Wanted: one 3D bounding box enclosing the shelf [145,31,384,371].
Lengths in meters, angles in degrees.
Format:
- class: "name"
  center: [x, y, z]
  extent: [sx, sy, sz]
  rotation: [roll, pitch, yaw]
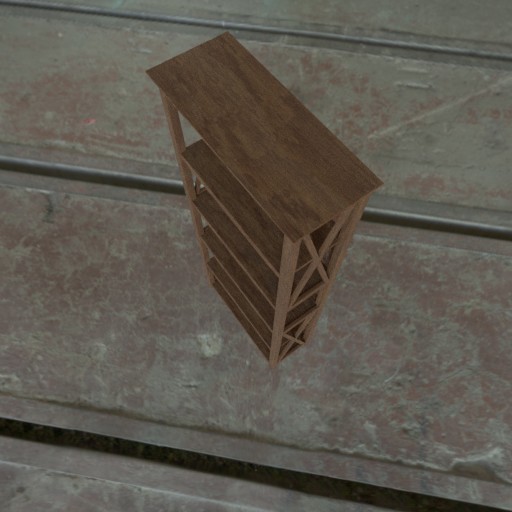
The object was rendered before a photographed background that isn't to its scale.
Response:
- class: "shelf"
  center: [0.000, 0.000, 2.240]
  extent: [0.335, 1.905, 0.805]
  rotation: [-33, 69, -15]
